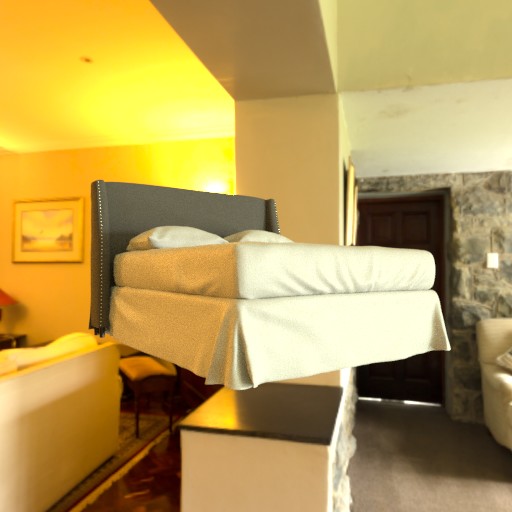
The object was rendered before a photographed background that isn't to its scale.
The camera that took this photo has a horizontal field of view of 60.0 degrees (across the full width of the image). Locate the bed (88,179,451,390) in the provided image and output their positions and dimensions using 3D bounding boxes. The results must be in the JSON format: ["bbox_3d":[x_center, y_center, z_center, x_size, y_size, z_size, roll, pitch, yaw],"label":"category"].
[{"bbox_3d":[0.000,0.000,3.422,1.925,1.332,2.276,1,-2,-35],"label":"bed"}]
